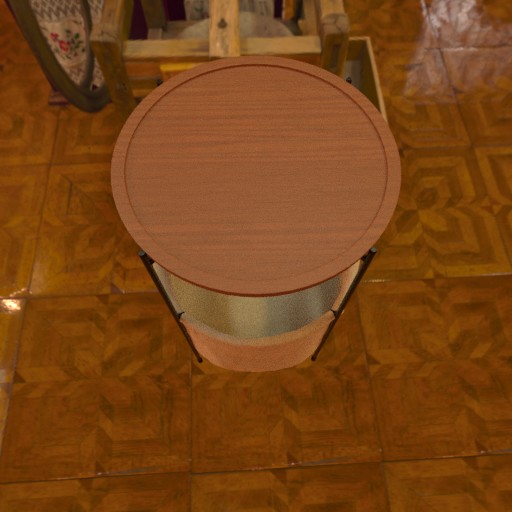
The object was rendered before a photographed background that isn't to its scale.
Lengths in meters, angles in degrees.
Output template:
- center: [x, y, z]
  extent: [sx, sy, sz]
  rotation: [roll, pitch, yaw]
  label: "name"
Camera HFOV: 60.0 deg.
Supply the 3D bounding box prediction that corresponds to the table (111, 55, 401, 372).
- center: [0.000, 0.000, 0.874]
  extent: [0.393, 0.623, 0.393]
  rotation: [-1, 65, 0]
  label: "table"
